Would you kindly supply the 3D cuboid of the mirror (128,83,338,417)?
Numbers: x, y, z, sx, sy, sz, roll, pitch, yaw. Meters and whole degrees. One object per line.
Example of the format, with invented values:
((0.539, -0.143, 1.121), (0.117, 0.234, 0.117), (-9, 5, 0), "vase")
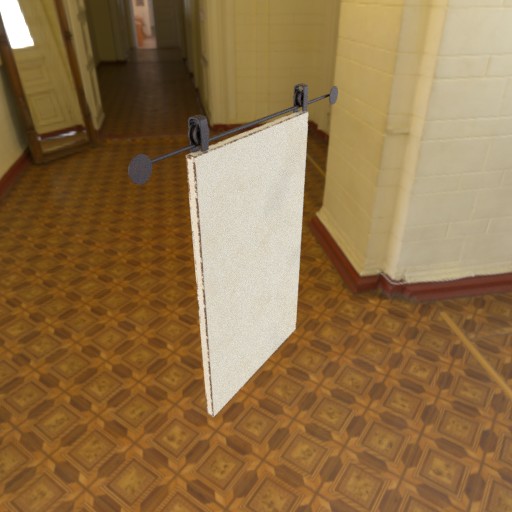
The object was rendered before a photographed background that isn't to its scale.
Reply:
((0.000, 0.000, 1.230), (0.037, 0.844, 0.808), (19, 36, 29), "mirror")
